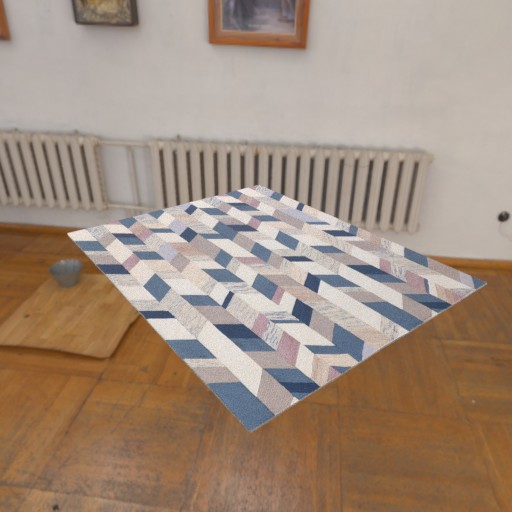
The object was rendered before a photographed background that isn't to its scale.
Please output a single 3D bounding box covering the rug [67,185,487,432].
[{"bbox_3d":[0.000,0.000,4.037,2.451,0.011,3.072,-20,34,-32],"label":"rug"}]
